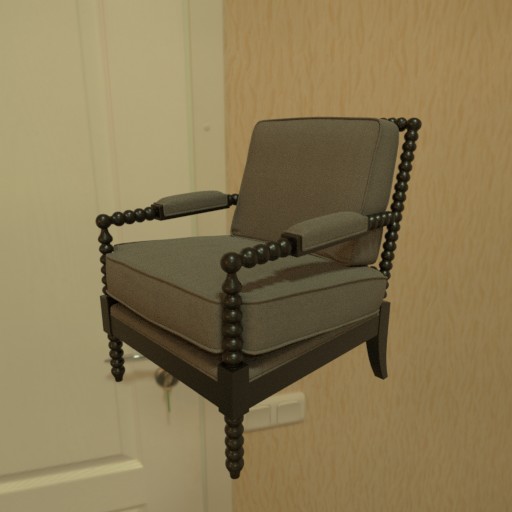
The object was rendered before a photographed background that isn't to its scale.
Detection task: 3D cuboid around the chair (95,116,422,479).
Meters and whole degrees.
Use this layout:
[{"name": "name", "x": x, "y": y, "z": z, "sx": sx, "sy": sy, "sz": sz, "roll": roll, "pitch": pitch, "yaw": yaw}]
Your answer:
[{"name": "chair", "x": 0.000, "y": 0.000, "z": 1.093, "sx": 0.622, "sy": 0.661, "sz": 0.540, "roll": -15, "pitch": 22, "yaw": -42}]
